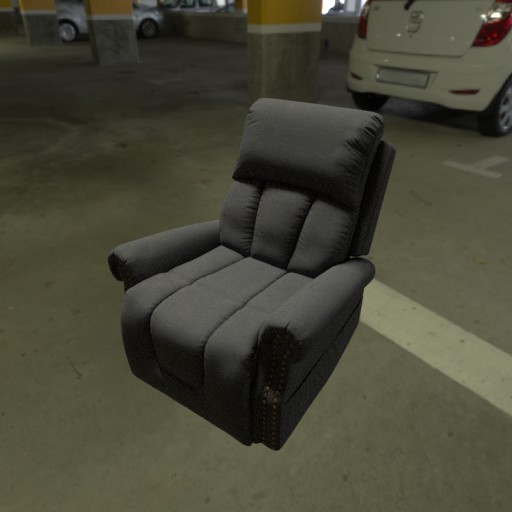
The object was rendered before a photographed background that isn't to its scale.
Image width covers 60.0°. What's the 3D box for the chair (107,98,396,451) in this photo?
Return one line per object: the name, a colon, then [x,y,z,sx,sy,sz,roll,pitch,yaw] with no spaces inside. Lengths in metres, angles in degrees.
chair: [0.000,0.000,1.752,0.871,1.031,0.979,19,35,30]
